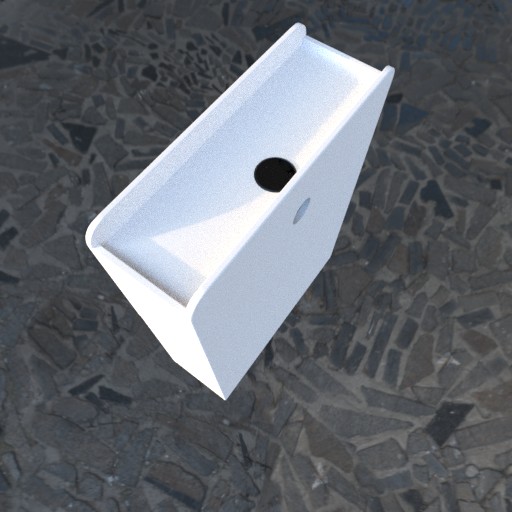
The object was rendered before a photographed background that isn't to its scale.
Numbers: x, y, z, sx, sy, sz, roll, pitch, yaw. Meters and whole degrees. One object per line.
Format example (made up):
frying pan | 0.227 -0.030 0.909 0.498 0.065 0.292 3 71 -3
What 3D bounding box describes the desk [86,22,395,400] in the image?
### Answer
desk | 0.000 0.000 1.503 0.278 1.190 0.795 33 69 15
